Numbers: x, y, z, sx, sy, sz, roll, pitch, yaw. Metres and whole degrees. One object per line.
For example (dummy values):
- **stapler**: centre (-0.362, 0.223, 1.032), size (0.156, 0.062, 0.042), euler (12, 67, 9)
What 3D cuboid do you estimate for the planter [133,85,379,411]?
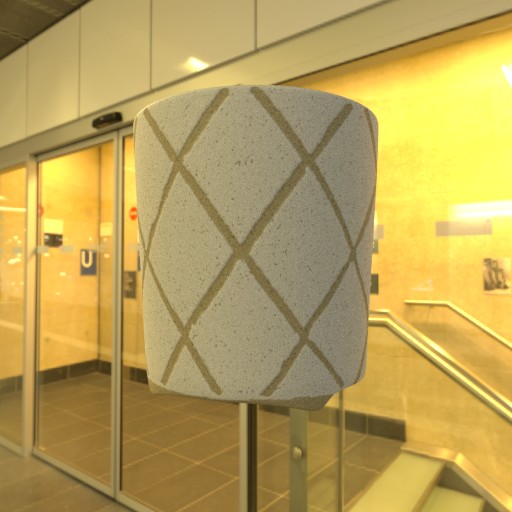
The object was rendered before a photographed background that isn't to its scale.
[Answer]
- **planter**: centre (0.000, 0.000, 0.355), size (0.191, 0.199, 0.191), euler (0, -1, 0)
